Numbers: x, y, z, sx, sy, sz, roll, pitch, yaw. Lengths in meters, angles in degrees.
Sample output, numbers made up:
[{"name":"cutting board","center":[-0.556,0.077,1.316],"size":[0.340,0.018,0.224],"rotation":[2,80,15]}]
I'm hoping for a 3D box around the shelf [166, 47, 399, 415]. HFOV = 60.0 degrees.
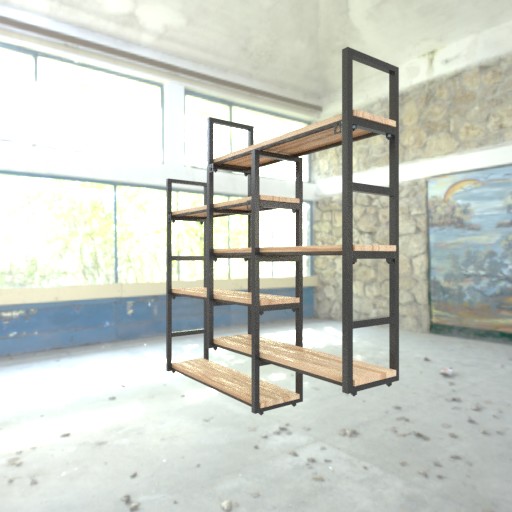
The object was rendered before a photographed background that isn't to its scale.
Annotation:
[{"name":"shelf","center":[0.000,0.000,1.408],"size":[0.183,0.921,0.946],"rotation":[0,0,-36]}]
